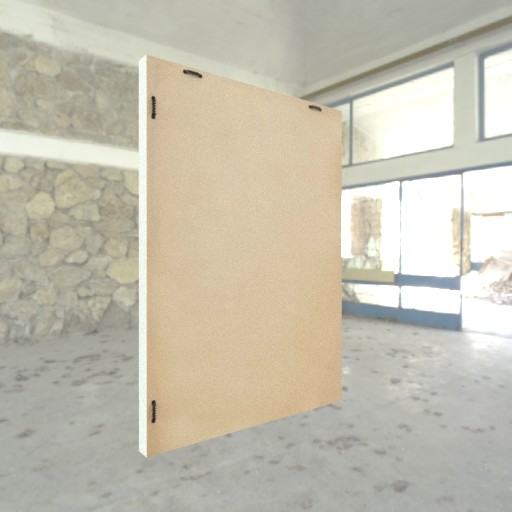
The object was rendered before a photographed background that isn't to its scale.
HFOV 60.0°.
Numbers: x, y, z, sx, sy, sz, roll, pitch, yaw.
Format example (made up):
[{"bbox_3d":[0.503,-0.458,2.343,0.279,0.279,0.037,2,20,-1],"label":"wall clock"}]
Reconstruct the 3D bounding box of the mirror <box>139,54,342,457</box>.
[{"bbox_3d":[0.000,0.000,0.945,0.507,0.710,0.039,0,0,-37],"label":"mirror"}]
